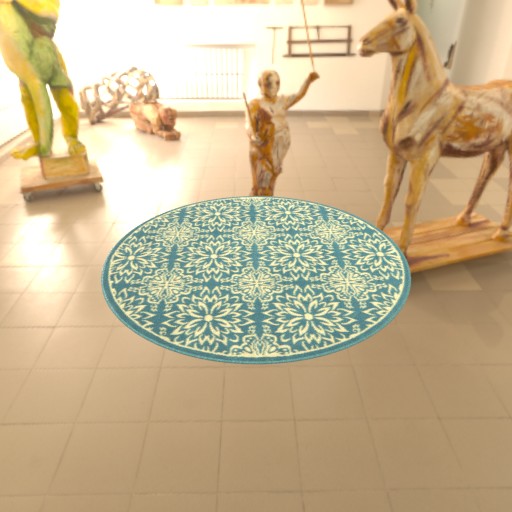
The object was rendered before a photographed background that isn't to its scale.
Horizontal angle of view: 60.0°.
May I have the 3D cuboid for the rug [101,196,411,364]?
[{"bbox_3d":[0.000,0.000,2.377,1.593,0.012,1.593,0,31,0],"label":"rug"}]
